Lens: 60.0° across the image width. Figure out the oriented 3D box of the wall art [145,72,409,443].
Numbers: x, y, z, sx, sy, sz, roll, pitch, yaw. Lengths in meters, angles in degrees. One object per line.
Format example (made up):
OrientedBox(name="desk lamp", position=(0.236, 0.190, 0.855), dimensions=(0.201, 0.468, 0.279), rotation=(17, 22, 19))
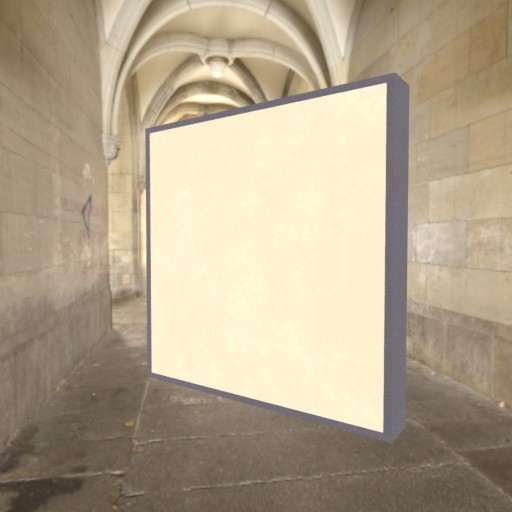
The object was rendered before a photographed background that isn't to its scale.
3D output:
OrientedBox(name="wall art", position=(0.000, 0.000, 0.462), dimensions=(0.302, 0.300, 0.036), rotation=(1, 2, 36))
